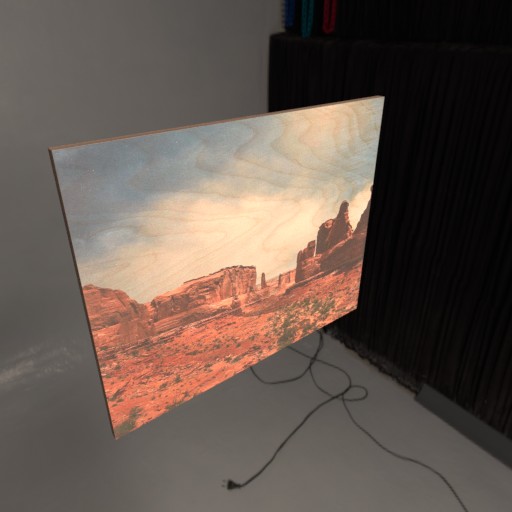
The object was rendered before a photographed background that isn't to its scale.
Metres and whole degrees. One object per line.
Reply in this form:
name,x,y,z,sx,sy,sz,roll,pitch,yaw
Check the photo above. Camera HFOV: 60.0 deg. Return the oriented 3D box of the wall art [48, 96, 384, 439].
wall art,0.000,0.000,0.663,0.508,0.406,0.013,-21,35,-33
